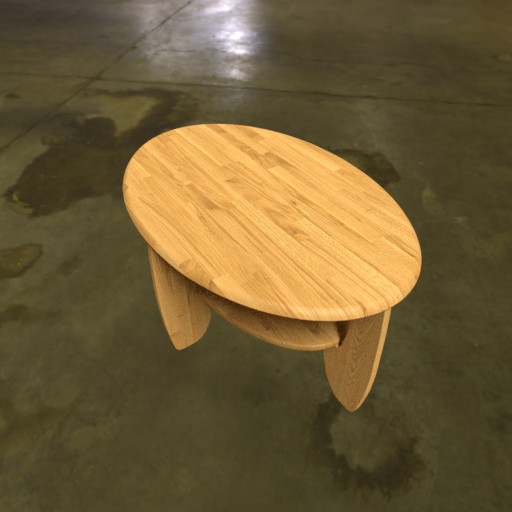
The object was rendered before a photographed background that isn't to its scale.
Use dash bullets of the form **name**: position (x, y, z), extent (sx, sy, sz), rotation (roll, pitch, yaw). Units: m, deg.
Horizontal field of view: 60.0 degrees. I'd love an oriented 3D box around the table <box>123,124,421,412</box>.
- **table**: position (0.000, 0.000, 1.423), extent (0.690, 0.490, 1.040), rotation (-24, 46, -26)
